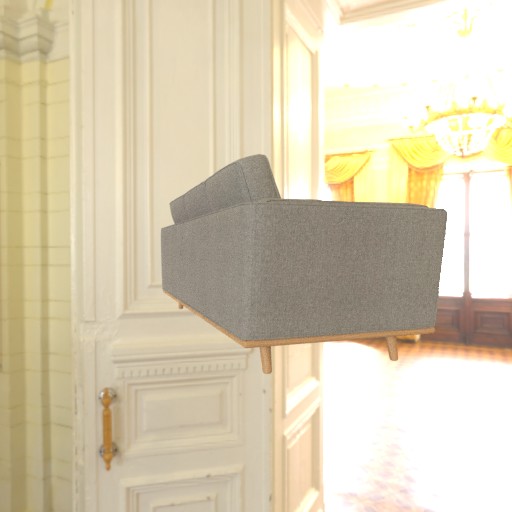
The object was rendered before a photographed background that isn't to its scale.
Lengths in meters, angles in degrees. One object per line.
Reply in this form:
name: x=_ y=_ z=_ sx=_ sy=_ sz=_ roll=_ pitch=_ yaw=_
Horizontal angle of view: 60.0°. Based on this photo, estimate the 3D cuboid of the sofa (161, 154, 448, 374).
sofa: x=0.000 y=0.000 z=2.798 sx=0.903 sy=0.899 sz=2.362 roll=0 pitch=1 yaw=-20
